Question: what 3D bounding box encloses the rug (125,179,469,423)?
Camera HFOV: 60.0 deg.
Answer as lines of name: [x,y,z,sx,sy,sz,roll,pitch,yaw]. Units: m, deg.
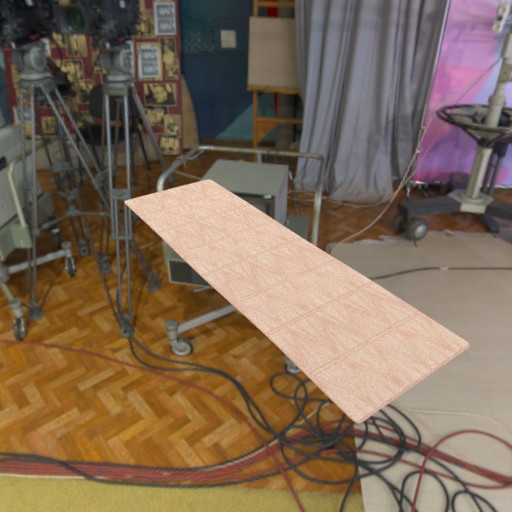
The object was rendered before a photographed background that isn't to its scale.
rug: [0.000,0.000,2.727,0.760,0.015,2.435,-21,38,-29]
